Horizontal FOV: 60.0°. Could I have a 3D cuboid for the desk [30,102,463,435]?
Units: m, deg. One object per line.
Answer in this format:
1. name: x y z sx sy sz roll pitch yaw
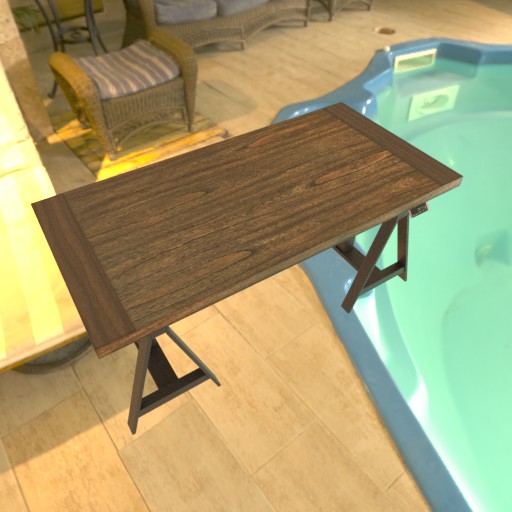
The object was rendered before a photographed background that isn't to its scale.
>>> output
1. desk: 0.000 0.000 1.987 1.543 0.725 0.784 -24 50 -22
